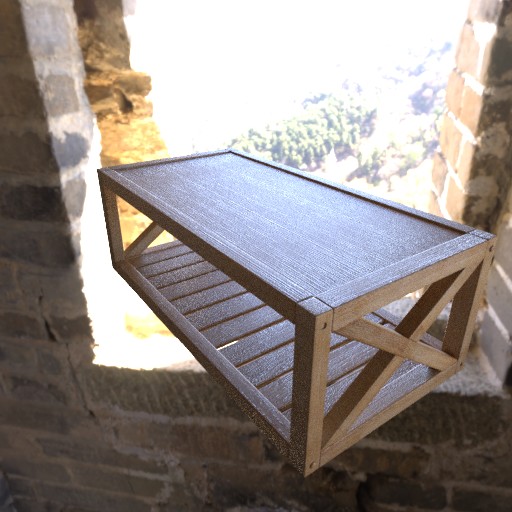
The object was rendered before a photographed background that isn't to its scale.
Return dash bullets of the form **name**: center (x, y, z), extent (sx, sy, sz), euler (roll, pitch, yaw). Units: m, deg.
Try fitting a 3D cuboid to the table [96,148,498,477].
- **table**: center (0.000, 0.000, 1.592), extent (0.660, 0.457, 1.321), euler (-18, 31, -32)
